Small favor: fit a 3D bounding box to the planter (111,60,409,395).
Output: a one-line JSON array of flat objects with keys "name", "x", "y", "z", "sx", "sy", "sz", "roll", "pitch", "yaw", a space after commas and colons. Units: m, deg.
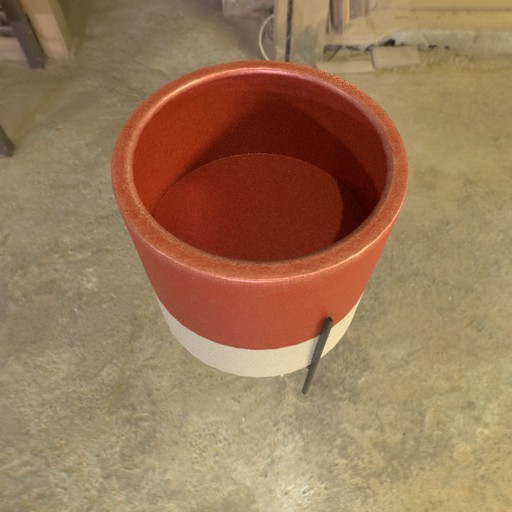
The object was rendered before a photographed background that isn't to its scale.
[{"name": "planter", "x": 0.000, "y": 0.000, "z": 0.709, "sx": 0.354, "sy": 0.465, "sz": 0.345, "roll": 1, "pitch": 58, "yaw": 1}]
